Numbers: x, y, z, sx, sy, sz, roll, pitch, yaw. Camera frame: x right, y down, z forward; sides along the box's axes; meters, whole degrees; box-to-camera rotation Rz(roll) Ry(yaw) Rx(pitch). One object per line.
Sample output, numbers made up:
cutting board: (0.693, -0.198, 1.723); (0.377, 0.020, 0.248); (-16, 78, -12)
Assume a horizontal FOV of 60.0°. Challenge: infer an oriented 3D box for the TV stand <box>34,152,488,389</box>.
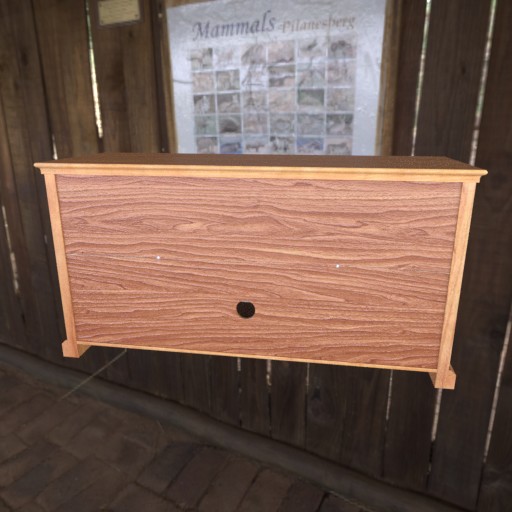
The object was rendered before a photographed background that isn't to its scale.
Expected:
TV stand: (0.000, 0.000, 1.421); (1.181, 0.607, 0.417); (3, 17, 8)
